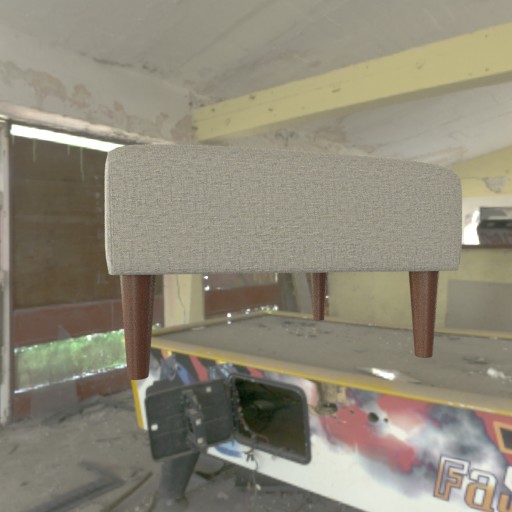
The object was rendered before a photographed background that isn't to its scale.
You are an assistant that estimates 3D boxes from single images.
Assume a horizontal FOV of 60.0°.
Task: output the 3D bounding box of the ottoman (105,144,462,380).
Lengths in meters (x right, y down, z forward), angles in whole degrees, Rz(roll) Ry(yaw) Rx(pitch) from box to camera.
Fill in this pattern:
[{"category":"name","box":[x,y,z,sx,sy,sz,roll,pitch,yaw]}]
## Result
[{"category":"ottoman","box":[0.000,0.000,1.051,0.655,0.399,0.648,0,0,-16]}]
